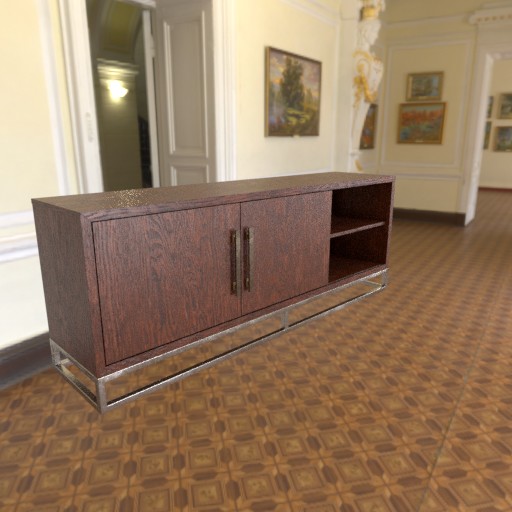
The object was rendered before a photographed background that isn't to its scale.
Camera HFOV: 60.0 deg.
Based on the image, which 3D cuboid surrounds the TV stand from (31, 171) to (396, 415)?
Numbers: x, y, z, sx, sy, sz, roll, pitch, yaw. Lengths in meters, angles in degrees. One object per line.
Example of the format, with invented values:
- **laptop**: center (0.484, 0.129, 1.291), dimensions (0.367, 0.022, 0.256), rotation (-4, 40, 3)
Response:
- **TV stand**: center (0.000, 0.000, 1.811), dimensions (1.541, 0.578, 0.382), rotation (-14, 21, -42)
